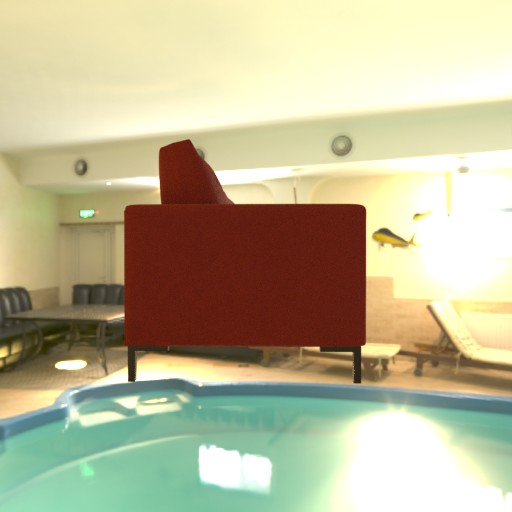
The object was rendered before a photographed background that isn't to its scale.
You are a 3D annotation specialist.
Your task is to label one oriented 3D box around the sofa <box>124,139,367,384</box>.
[{"bbox_3d":[0.000,0.000,2.641,0.875,0.879,2.252,0,0,1],"label":"sofa"}]
